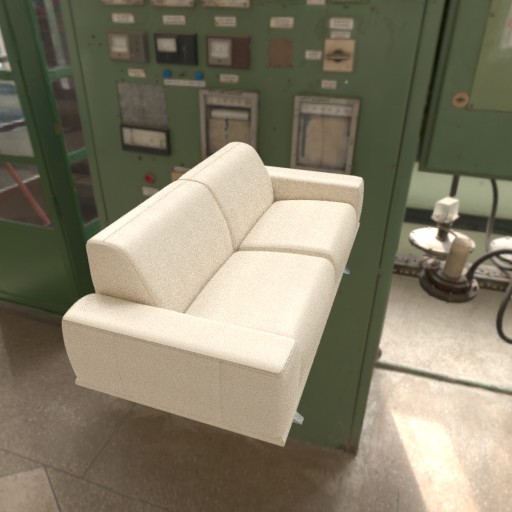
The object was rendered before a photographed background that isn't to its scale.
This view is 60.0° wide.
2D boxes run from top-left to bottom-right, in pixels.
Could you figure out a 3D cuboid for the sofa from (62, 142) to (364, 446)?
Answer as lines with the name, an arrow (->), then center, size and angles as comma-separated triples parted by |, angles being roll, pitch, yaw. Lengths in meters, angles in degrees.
sofa -> 0.000, 0.000, 2.334 | 0.900, 0.772, 1.901 | 10, 31, 17
